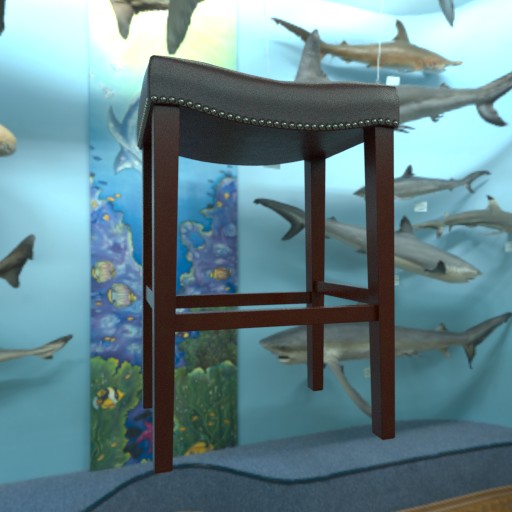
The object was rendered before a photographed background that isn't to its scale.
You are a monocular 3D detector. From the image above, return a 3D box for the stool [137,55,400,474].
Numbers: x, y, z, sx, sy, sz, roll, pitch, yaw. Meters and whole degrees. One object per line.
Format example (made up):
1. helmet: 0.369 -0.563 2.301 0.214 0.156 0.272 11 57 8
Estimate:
1. stool: 0.000 0.000 0.997 0.504 0.742 0.372 0 1 -18
